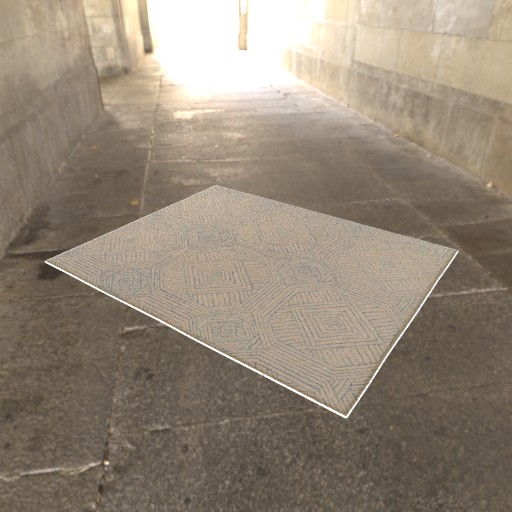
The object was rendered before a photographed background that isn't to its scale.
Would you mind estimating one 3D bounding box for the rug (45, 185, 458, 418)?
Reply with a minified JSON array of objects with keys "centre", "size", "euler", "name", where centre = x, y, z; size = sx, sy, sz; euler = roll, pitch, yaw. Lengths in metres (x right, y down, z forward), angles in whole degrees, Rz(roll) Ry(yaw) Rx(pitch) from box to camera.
[{"centre":[0.000,0.000,4.184],"size":[3.049,0.015,2.457],"euler":[20,35,31],"name":"rug"}]
